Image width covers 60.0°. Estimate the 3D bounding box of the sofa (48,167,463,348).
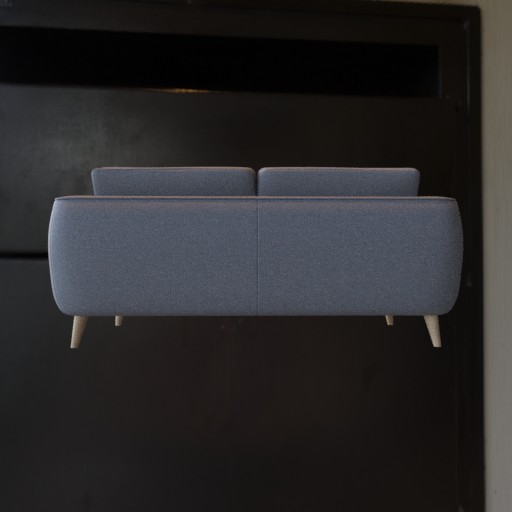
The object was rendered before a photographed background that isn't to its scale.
[{"bbox_3d":[0.000,0.000,2.510,2.000,0.870,0.920,0,0,-1],"label":"sofa"}]
